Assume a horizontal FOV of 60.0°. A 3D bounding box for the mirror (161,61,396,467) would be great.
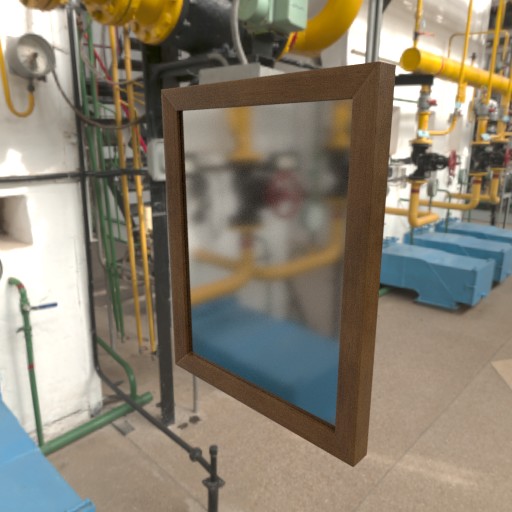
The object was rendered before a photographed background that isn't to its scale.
[{"bbox_3d":[0.000,0.000,0.683,0.405,0.508,0.041,14,20,42],"label":"mirror"}]
